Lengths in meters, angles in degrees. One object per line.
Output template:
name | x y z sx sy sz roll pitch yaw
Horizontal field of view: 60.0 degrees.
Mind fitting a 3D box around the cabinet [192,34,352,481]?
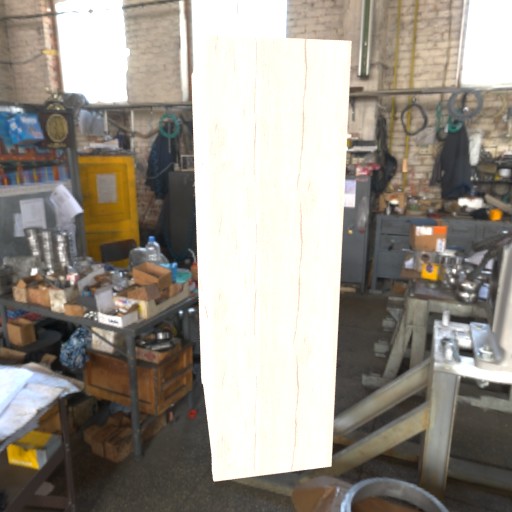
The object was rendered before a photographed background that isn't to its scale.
cabinet | 0.000 0.000 2.367 0.580 1.930 0.980 -2 14 -10
